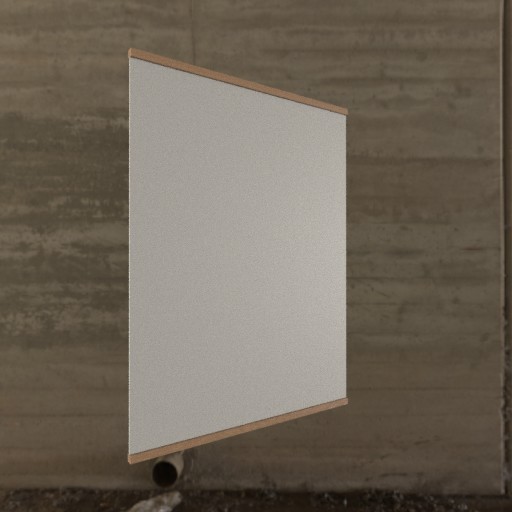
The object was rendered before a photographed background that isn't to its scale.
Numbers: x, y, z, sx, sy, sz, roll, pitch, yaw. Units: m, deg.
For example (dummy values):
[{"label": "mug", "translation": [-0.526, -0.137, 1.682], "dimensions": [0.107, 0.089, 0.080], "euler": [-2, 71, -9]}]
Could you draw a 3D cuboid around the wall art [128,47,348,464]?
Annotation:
[{"label": "wall art", "translation": [0.000, 0.000, 0.786], "dimensions": [0.459, 0.608, 0.012], "euler": [0, 0, -36]}]
